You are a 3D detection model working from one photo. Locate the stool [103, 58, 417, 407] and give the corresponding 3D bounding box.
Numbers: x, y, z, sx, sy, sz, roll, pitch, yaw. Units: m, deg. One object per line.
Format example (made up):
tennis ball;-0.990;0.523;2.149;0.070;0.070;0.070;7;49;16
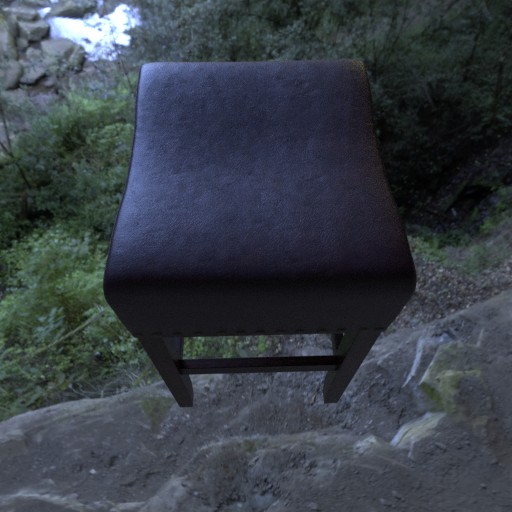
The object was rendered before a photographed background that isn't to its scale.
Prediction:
stool;0.000;0.000;0.910;0.397;0.608;0.465;-1;59;-1
